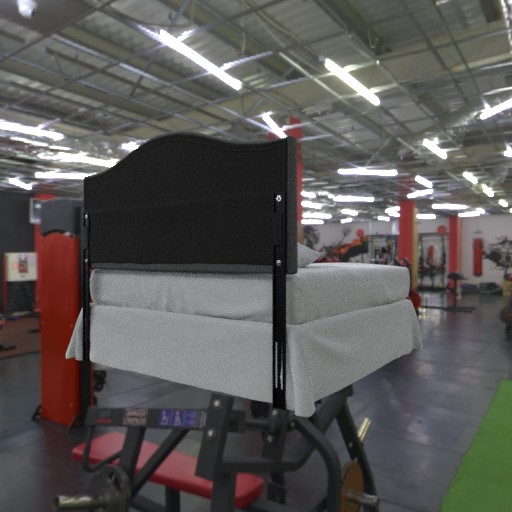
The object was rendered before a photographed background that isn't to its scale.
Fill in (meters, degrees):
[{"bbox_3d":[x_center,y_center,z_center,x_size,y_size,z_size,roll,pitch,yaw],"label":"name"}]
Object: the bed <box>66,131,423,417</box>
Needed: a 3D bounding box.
[{"bbox_3d":[0.000,0.000,3.789,2.314,1.651,2.219,0,0,37],"label":"bed"}]
